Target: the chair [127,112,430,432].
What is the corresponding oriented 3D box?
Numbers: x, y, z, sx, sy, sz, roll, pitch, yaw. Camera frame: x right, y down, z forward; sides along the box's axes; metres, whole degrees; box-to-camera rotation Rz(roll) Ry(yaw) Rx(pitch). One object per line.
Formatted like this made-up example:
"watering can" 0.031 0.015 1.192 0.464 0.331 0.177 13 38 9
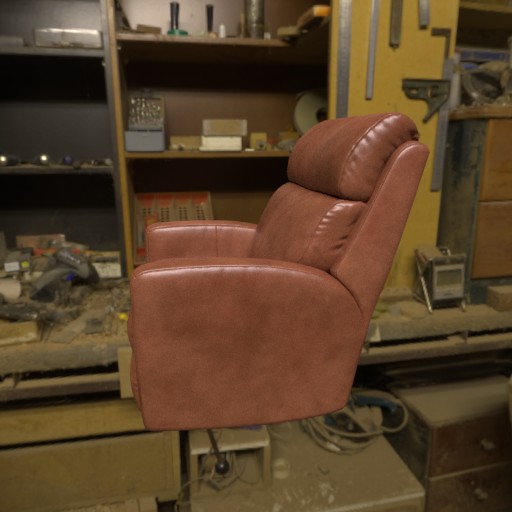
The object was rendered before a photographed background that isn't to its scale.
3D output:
"chair" 0.000 0.000 1.676 0.939 1.016 0.787 -3 15 -10
